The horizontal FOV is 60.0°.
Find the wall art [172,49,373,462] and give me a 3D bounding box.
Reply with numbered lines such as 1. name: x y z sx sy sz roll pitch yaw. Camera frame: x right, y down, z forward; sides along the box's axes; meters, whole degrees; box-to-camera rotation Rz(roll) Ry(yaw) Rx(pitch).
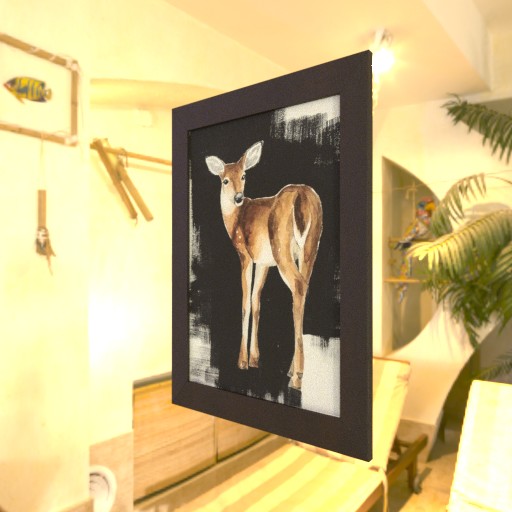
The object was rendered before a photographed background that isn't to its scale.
1. wall art: 0.000 0.000 0.658 0.359 0.508 0.013 0 0 38
